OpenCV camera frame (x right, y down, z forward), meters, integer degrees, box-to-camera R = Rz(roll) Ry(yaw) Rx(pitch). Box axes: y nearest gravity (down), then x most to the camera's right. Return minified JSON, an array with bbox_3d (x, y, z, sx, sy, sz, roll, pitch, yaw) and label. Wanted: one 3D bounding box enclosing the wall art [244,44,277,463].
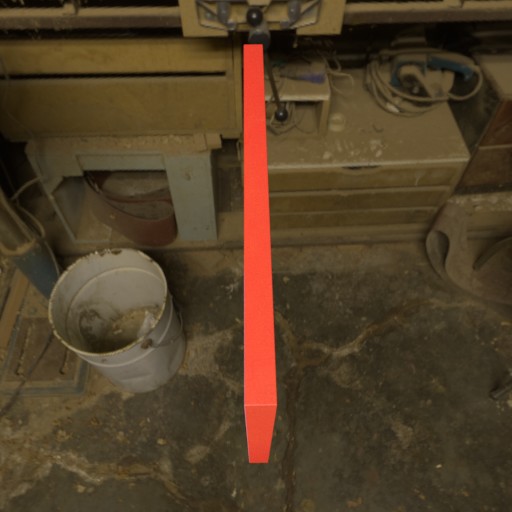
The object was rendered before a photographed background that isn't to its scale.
[{"bbox_3d":[0.000,0.000,0.772,0.033,0.405,0.607,-1,58,0],"label":"wall art"}]
